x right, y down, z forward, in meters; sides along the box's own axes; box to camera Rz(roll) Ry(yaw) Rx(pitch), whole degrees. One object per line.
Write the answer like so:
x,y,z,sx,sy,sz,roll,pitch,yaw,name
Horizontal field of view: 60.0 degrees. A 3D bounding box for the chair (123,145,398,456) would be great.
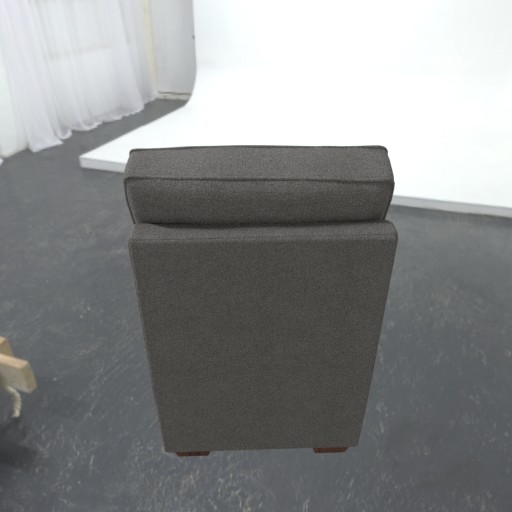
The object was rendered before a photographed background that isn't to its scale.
0.000,0.000,1.533,0.621,0.970,0.938,-1,31,-2,chair
